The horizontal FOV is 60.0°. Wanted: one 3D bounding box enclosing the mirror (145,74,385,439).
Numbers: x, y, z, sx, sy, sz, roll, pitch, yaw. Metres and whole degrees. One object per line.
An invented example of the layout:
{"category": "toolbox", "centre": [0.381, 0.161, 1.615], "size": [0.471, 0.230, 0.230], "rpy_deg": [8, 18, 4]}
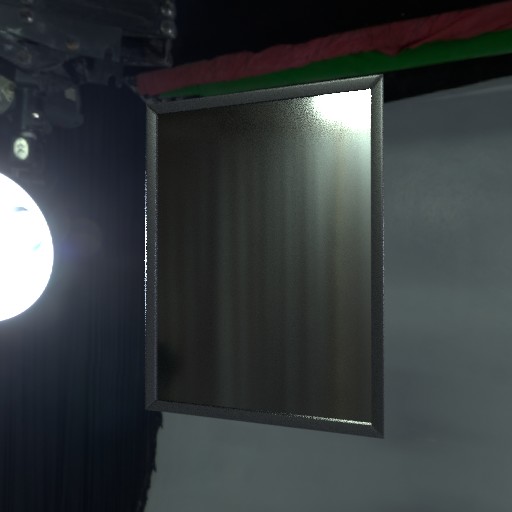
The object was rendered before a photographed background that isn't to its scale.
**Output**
{"category": "mirror", "centre": [0.000, 0.000, 1.373], "size": [0.762, 1.016, 0.040], "rpy_deg": [0, -1, 19]}
